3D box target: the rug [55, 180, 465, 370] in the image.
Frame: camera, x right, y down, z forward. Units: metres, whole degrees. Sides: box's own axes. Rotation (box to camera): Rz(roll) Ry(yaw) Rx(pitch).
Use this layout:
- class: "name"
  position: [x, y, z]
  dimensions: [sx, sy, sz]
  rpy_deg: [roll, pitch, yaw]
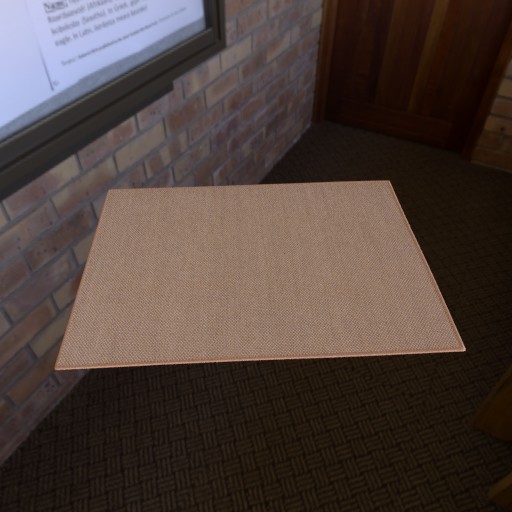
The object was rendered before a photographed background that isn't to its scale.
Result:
- class: "rug"
  position: [0.000, 0.000, 2.824]
  dimensions: [2.134, 0.013, 1.524]
  rpy_deg: [-2, 45, -2]
